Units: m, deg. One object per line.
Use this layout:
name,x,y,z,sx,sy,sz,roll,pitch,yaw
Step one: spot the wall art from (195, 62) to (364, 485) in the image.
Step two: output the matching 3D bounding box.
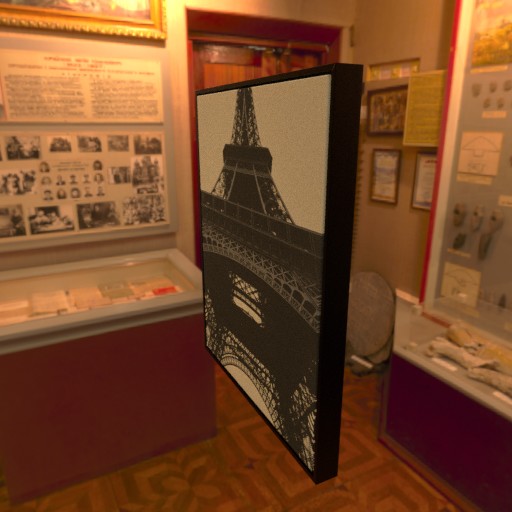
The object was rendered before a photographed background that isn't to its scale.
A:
wall art,0.000,0.000,0.750,0.039,0.553,0.451,-8,18,-25
